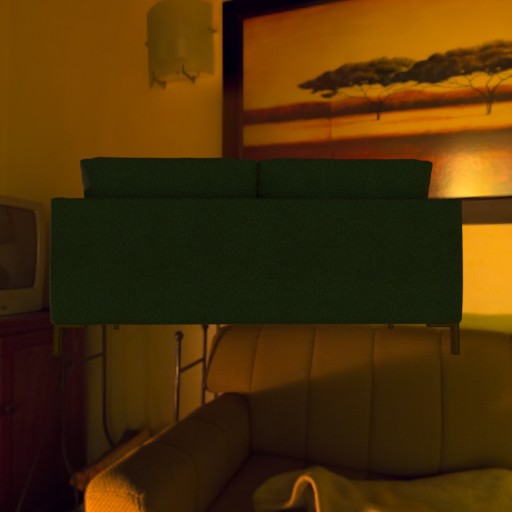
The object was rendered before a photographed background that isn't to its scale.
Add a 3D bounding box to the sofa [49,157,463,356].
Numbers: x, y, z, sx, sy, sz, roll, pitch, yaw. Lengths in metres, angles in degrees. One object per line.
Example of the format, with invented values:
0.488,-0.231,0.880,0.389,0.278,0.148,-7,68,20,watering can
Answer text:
0.000,0.000,2.184,1.676,0.817,0.875,0,-2,-1,sofa
